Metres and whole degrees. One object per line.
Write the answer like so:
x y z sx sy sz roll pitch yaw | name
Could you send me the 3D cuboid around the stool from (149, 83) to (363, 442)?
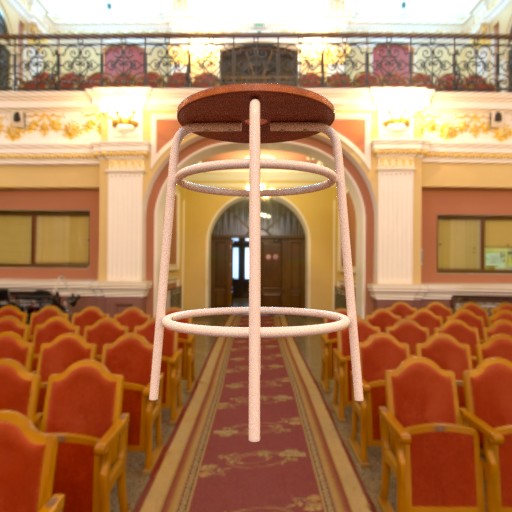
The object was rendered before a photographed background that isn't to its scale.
0.000 0.000 0.948 0.455 0.610 0.455 0 -1 1 | stool
